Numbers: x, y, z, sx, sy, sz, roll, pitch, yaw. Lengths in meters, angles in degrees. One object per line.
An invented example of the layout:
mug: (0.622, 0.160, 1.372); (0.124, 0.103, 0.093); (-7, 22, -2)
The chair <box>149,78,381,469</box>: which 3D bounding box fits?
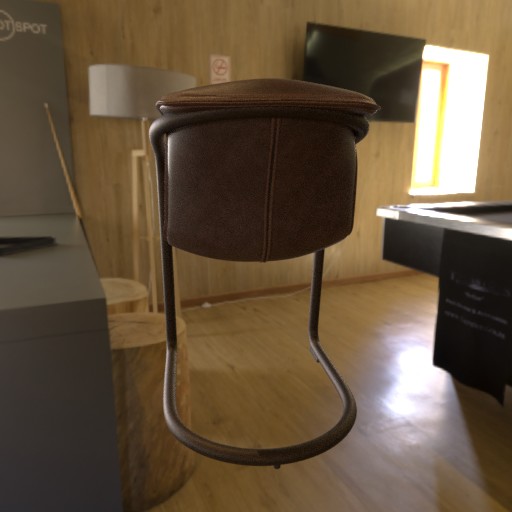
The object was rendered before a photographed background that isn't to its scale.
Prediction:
chair: (0.000, 0.000, 1.212); (0.536, 0.836, 0.664); (-2, 13, -8)
